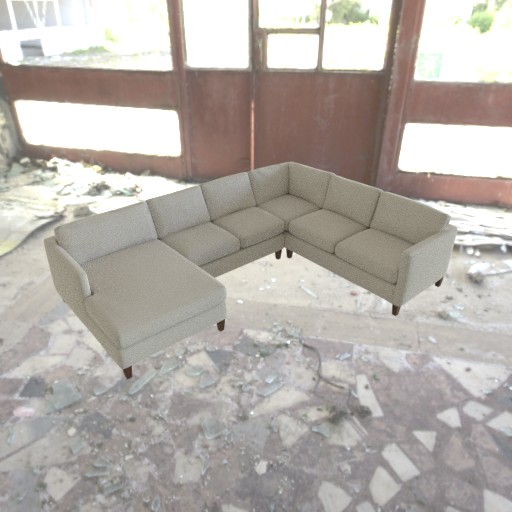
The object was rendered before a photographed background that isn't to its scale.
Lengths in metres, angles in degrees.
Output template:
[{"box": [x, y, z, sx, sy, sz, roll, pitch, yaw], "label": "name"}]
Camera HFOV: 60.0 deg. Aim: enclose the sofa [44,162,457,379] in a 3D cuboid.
[{"box": [0.000, 0.000, 4.646, 3.459, 0.956, 2.593, -23, 37, -34], "label": "sofa"}]
